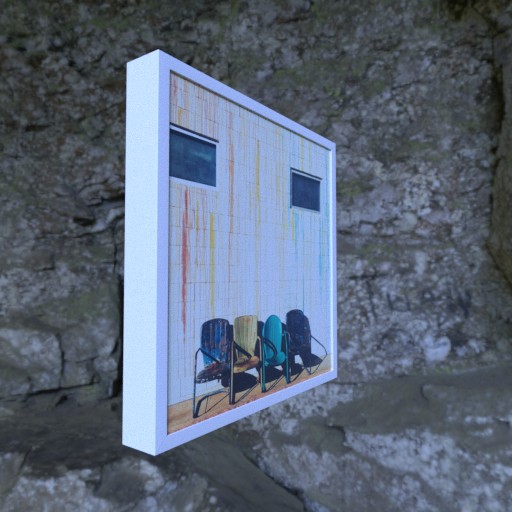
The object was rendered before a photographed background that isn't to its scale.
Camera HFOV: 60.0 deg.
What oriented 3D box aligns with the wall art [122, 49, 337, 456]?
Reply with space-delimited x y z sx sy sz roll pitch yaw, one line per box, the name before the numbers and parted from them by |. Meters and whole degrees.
wall art | 0.000 0.000 0.465 0.038 0.305 0.305 -2 -3 36
